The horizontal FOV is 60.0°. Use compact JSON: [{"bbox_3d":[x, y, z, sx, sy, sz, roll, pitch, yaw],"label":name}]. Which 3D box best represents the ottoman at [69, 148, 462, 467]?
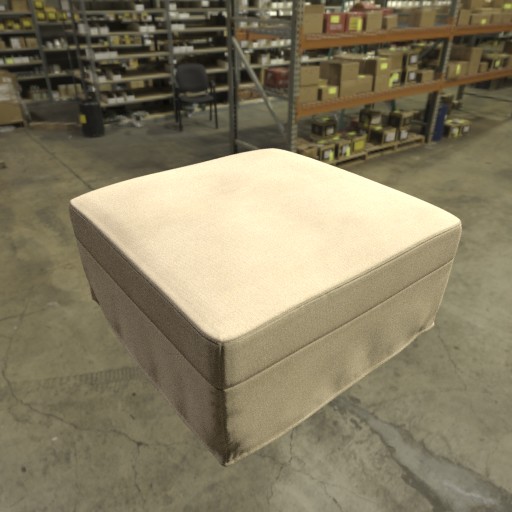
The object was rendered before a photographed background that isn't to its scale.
[{"bbox_3d":[0.000,0.000,1.354,0.842,0.441,0.843,-22,37,-32],"label":"ottoman"}]
